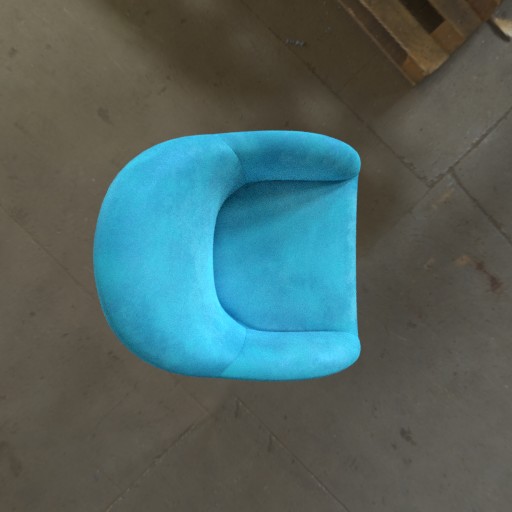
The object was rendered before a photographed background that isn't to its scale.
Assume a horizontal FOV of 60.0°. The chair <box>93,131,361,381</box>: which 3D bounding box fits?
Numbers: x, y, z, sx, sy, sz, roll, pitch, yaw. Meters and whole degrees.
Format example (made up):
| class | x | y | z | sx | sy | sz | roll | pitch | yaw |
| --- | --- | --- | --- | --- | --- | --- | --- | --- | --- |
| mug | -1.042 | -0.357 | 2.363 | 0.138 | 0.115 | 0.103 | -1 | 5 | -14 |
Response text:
| class | x | y | z | sx | sy | sz | roll | pitch | yaw |
| --- | --- | --- | --- | --- | --- | --- | --- | --- | --- |
| chair | 0.000 | 0.000 | 1.174 | 0.590 | 0.795 | 0.550 | 0 | 90 | 0 |
